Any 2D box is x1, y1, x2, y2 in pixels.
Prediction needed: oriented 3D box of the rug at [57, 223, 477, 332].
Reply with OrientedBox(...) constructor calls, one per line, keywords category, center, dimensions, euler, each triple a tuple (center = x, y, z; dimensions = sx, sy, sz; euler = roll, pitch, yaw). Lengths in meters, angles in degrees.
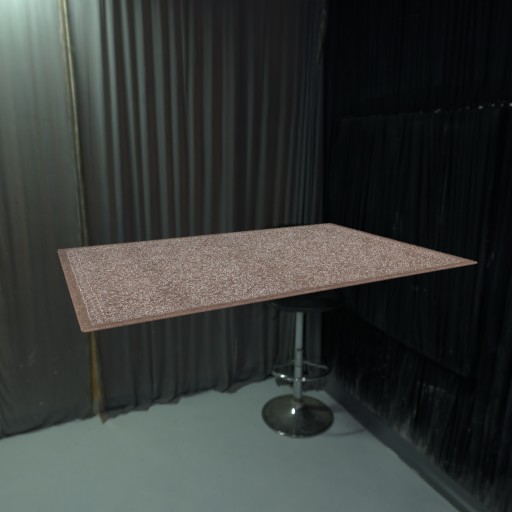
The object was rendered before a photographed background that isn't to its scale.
OrientedBox(category="rug", center=(0.000, 0.000, 2.881), dimensions=(2.286, 0.011, 1.524), euler=(-7, 16, -26))
